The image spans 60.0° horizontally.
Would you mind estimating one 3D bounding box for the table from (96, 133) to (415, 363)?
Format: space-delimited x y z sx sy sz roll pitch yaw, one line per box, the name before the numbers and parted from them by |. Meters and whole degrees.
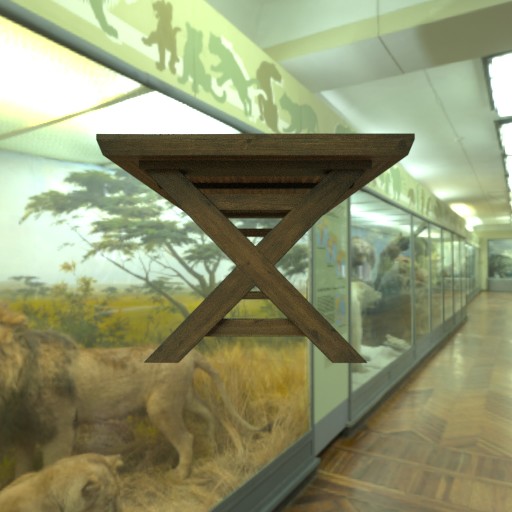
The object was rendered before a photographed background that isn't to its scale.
table | 0.000 0.000 2.465 1.071 0.793 1.966 0 -1 0
